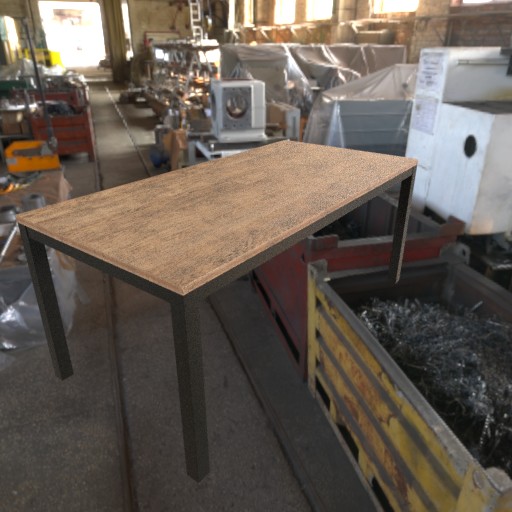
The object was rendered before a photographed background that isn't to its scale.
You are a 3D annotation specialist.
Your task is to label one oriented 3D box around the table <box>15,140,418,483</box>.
[{"bbox_3d":[0.000,0.000,2.227,0.893,0.767,1.805,18,31,33],"label":"table"}]
